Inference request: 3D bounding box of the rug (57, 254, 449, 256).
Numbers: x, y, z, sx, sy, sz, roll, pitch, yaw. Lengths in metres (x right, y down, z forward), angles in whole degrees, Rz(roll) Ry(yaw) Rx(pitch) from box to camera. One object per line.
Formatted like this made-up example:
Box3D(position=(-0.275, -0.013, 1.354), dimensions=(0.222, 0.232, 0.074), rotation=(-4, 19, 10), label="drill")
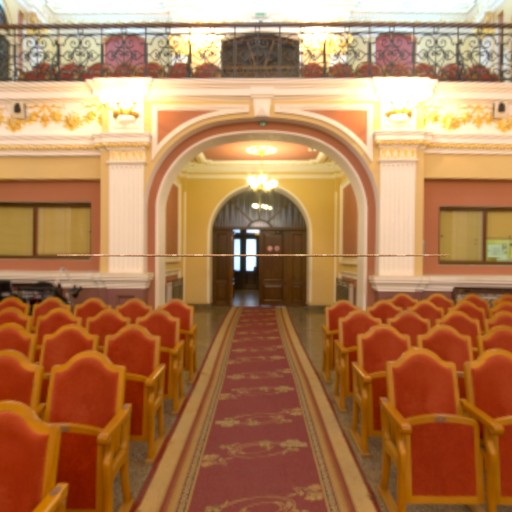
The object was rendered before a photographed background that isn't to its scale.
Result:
Box3D(position=(0.000, 0.000, 4.413), dimensions=(2.438, 0.010, 3.353), rotation=(0, 0, 1), label="rug")
